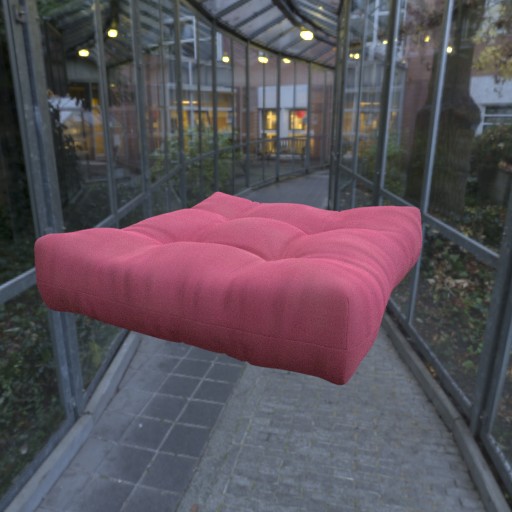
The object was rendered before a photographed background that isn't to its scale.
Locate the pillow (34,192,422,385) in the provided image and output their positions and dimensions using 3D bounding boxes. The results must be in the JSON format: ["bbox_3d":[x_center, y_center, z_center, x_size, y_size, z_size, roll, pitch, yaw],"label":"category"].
[{"bbox_3d":[0.000,0.000,0.723,0.468,0.128,0.490,8,19,25],"label":"pillow"}]
